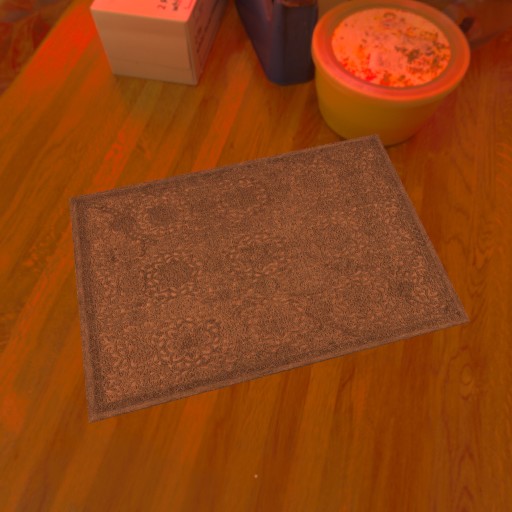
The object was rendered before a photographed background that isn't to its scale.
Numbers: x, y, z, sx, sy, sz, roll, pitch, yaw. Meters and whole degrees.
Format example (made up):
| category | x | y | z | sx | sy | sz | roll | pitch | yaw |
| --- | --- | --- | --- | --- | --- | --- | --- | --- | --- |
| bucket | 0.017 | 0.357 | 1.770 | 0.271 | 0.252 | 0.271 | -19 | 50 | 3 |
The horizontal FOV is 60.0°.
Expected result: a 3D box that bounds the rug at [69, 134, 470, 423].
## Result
| category | x | y | z | sx | sy | sz | roll | pitch | yaw |
| --- | --- | --- | --- | --- | --- | --- | --- | --- | --- |
| rug | 0.000 | 0.000 | 2.296 | 1.819 | 0.012 | 1.208 | -13 | 64 | -6 |
